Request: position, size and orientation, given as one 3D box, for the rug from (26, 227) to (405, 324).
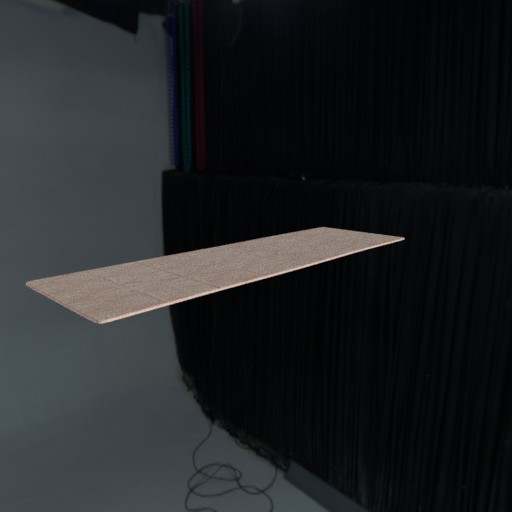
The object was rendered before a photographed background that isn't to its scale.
[{"bbox_3d":[0.000,0.000,2.727,0.760,0.015,2.435,12,17,43],"label":"rug"}]
